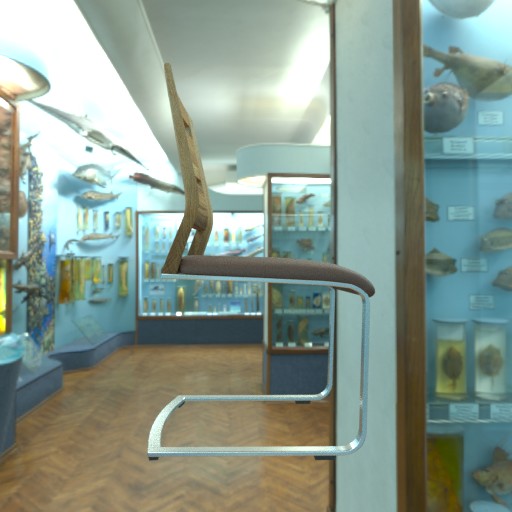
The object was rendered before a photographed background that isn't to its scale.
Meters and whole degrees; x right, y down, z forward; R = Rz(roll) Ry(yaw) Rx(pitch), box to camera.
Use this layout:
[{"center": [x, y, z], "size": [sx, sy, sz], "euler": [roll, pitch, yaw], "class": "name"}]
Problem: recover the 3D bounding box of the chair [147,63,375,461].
[{"center": [0.000, 0.000, 1.274], "size": [0.570, 0.970, 0.460], "euler": [0, -1, -1], "class": "chair"}]
